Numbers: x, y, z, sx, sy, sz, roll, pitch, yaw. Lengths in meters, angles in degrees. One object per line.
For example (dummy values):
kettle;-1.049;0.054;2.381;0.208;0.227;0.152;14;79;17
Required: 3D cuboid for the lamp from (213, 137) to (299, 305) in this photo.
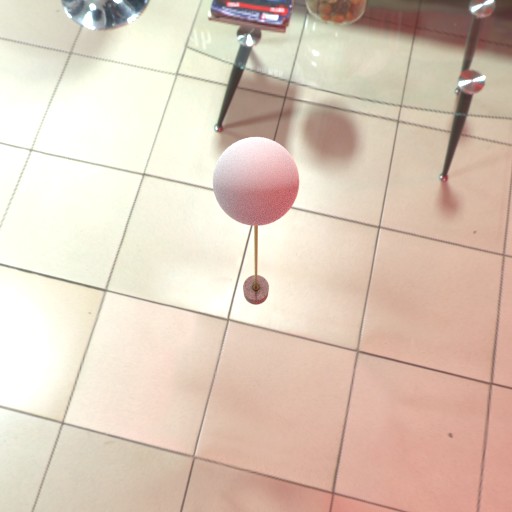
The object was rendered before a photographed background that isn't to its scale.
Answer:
lamp;0.000;0.000;1.901;0.229;1.748;0.229;-43;79;-10
